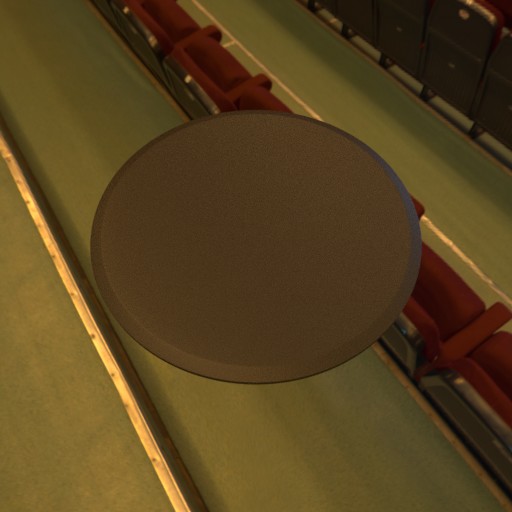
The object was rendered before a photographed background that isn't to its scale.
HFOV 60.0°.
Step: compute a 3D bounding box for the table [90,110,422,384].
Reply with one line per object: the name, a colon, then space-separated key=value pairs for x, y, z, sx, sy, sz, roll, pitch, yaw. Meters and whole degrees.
table: x=0.000 y=0.000 z=1.387 sx=0.900 sy=0.400 sz=0.900 roll=0 pitch=58 yaw=0
